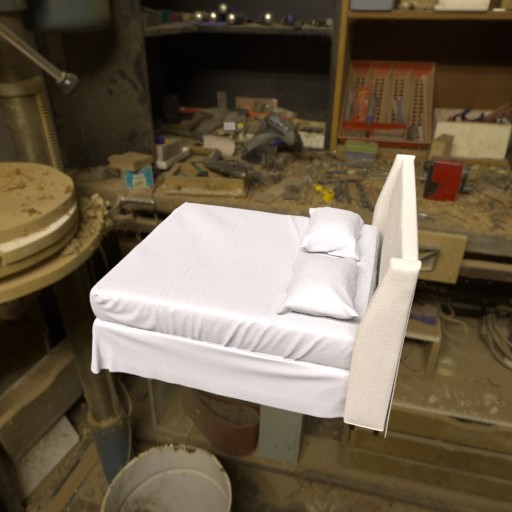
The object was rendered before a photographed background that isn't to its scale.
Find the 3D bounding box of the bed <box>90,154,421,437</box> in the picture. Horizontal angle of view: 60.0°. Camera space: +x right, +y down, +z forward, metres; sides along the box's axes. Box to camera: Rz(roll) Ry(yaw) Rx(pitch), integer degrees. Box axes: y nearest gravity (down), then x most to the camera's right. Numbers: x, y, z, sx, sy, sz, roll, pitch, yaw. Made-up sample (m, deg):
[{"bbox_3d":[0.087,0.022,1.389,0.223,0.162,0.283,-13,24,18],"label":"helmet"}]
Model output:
[{"bbox_3d":[0.000,0.000,3.567,2.276,1.332,1.925,8,31,14],"label":"bed"}]
